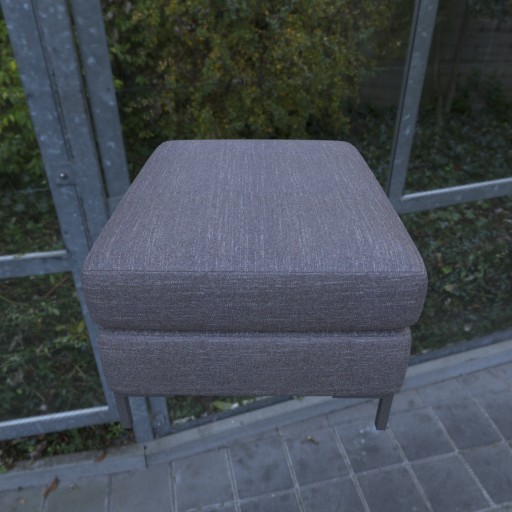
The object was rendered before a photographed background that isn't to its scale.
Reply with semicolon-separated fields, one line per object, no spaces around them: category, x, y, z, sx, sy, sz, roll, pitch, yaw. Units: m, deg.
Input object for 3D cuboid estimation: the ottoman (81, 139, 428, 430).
ottoman;0.000;0.000;1.240;0.671;0.490;0.820;0;31;0
